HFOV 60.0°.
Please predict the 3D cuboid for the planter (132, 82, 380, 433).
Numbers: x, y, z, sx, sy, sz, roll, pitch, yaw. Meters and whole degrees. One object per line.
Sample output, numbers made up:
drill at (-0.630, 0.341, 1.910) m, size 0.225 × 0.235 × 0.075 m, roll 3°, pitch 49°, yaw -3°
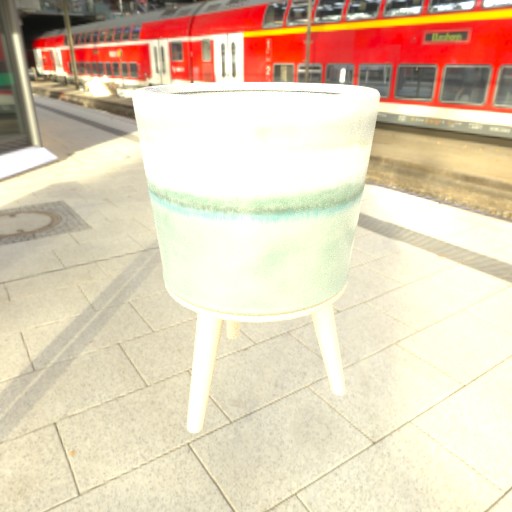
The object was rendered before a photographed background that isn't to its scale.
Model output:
planter at (0.000, 0.000, 0.568) m, size 0.265 × 0.404 × 0.265 m, roll -17°, pitch 29°, yaw -33°
